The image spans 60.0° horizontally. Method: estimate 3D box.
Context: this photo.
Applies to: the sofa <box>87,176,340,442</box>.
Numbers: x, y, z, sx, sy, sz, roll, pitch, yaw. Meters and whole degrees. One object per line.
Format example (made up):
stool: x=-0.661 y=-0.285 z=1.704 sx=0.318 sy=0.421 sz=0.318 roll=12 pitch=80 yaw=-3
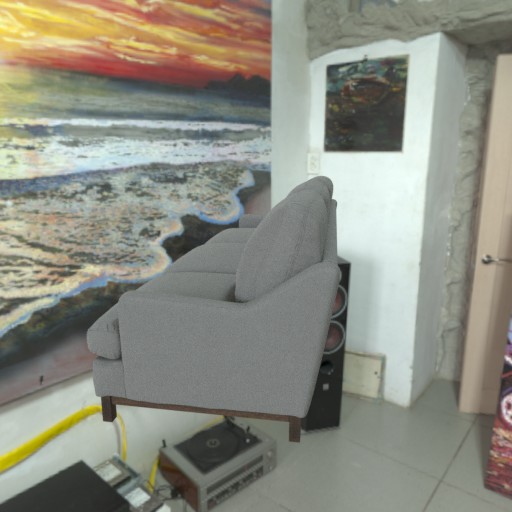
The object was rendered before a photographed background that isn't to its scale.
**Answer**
sofa: x=0.000 y=0.000 z=2.755 sx=0.987 sy=0.926 sz=2.344 roll=2 pitch=13 yaw=10
